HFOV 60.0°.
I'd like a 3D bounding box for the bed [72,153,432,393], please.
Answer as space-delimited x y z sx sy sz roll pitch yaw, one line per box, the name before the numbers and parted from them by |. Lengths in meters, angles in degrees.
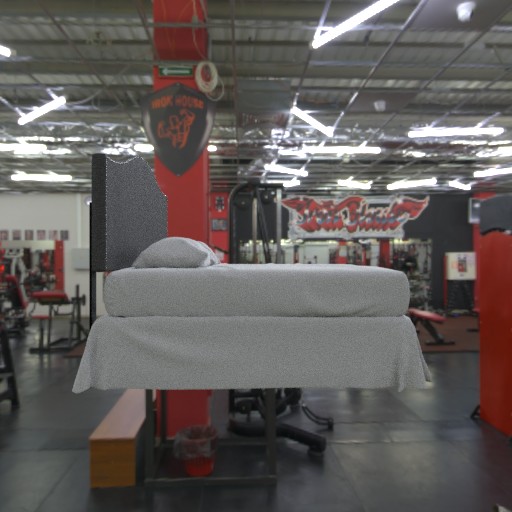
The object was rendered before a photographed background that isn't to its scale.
bed | 0.000 0.000 3.784 2.219 1.651 2.314 0 0 0
